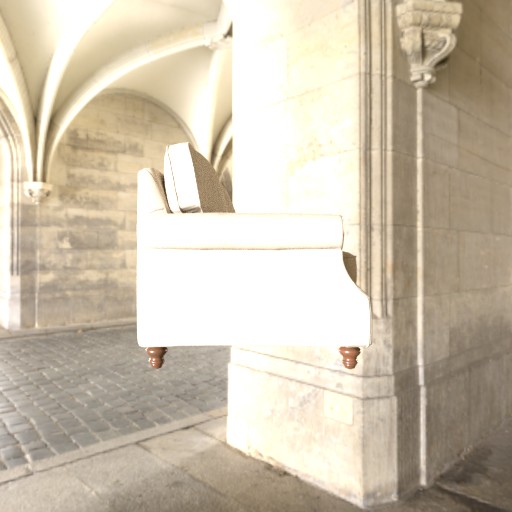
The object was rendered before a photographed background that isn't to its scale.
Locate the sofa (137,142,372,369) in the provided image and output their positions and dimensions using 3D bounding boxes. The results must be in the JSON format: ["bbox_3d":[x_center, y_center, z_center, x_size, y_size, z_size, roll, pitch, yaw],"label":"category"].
[{"bbox_3d":[0.000,0.000,2.867,0.966,0.948,2.354,0,0,0],"label":"sofa"}]
